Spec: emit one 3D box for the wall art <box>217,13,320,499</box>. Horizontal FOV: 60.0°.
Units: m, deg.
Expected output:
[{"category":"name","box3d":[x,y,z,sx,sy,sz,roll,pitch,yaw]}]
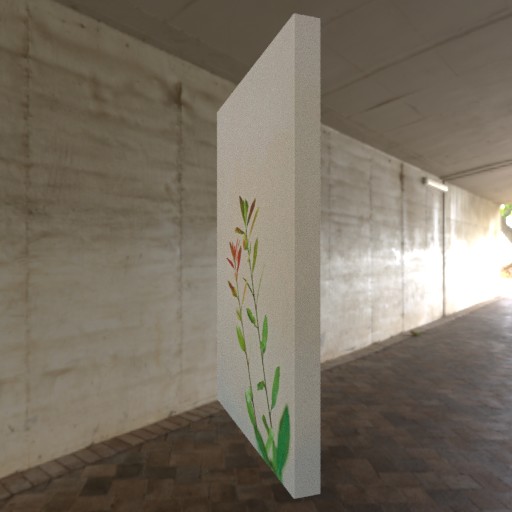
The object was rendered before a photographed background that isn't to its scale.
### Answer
[{"category":"wall art","box3d":[0.000,0.000,0.756,0.038,0.611,0.408,0,0,-19]}]
